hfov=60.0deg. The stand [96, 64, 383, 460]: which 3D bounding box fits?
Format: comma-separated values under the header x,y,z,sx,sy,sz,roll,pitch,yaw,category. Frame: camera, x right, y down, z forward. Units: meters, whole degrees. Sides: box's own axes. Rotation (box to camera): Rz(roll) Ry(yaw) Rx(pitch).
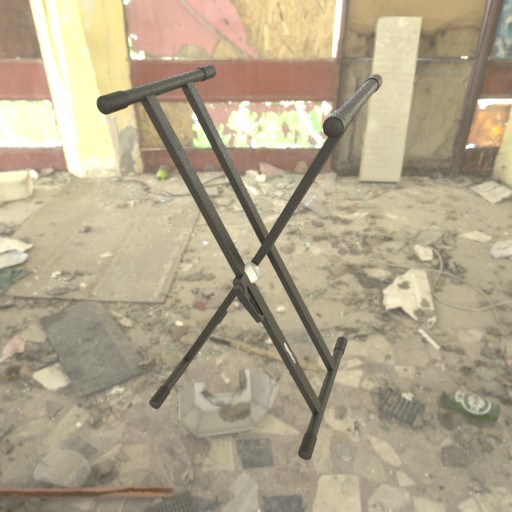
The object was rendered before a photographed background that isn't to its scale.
x,y,z,sx,sy,sz,roll,pitch,yaw,category
0.000,0.000,1.226,0.503,0.900,0.495,11,33,18,stand
